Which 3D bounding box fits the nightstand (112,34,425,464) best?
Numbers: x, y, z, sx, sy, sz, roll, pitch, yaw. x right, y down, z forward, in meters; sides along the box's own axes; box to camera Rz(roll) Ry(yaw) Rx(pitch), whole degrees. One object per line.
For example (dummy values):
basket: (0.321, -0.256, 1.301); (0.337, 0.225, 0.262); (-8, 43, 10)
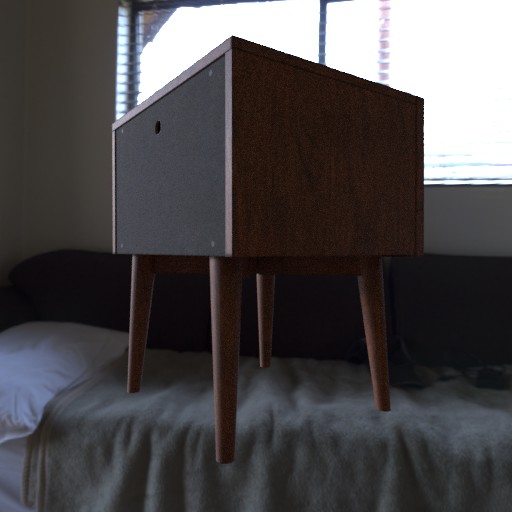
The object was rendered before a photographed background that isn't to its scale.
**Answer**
nightstand: (0.000, 0.000, 0.941); (0.445, 0.607, 0.521); (-1, 1, -35)
